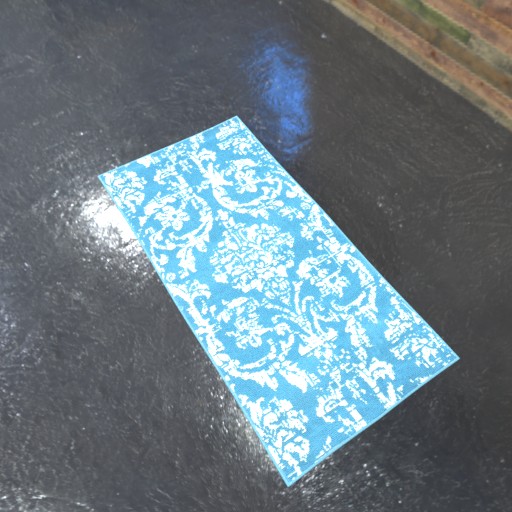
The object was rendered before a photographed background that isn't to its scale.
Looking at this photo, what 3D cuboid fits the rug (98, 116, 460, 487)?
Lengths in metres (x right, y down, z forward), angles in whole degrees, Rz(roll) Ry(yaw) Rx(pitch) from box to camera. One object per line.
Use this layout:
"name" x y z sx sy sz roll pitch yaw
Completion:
"rug" 0.000 0.000 1.453 0.604 0.007 1.219 -29 63 -17
